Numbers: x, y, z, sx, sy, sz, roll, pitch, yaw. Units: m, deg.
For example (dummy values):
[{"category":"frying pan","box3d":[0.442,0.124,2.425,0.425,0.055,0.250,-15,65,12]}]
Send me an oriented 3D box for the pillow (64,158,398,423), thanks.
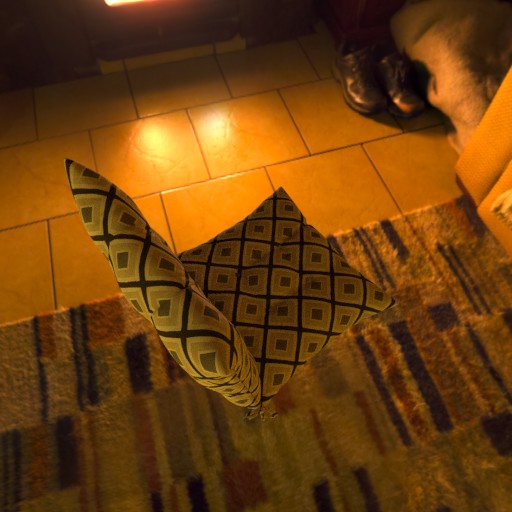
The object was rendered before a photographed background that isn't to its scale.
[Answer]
[{"category":"pillow","box3d":[0.000,0.000,1.010,0.585,0.536,0.541,-33,65,-18]}]
